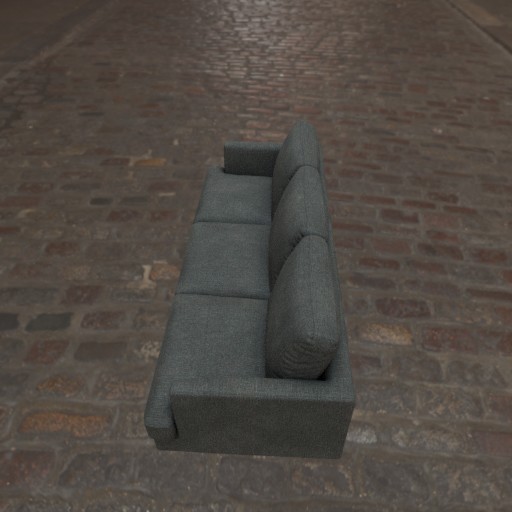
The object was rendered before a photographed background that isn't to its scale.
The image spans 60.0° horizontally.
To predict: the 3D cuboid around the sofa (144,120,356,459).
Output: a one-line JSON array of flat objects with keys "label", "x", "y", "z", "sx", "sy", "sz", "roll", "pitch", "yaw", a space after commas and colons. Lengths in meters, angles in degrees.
[{"label": "sofa", "x": 0.000, "y": 0.000, "z": 2.732, "sx": 0.903, "sy": 0.930, "sz": 2.246, "roll": 2, "pitch": 41, "yaw": 2}]
